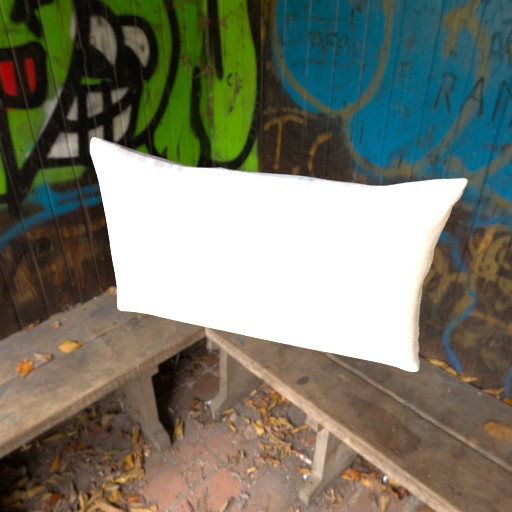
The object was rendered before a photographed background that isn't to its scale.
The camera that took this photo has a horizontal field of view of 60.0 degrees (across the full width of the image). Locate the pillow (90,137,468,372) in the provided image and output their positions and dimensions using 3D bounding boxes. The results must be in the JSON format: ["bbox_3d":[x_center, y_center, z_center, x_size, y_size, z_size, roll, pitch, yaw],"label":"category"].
[{"bbox_3d":[0.000,0.000,0.643,0.506,0.305,0.139,9,32,15],"label":"pillow"}]
